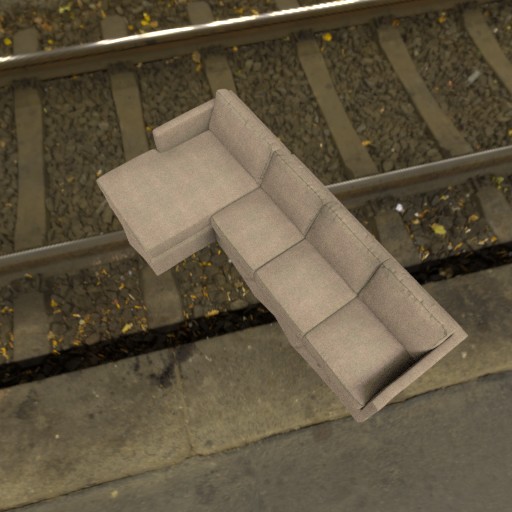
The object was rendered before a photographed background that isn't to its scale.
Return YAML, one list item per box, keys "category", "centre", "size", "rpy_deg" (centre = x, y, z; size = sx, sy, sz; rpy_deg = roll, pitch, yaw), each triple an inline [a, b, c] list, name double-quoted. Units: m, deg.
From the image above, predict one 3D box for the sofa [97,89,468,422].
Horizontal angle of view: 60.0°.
- category: "sofa"
  centre: [0.000, 0.000, 3.935]
  size: [1.650, 0.922, 3.205]
  rpy_deg: [-33, 67, -16]
